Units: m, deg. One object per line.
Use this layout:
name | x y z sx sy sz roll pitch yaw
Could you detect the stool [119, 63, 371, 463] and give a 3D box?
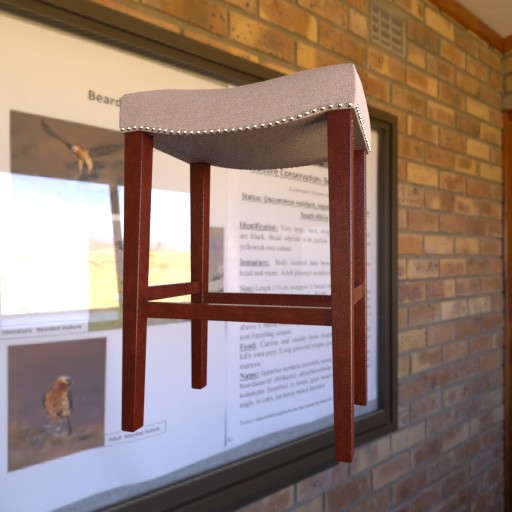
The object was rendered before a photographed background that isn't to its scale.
stool | 0.000 0.000 1.036 0.504 0.742 0.372 0 -1 18
